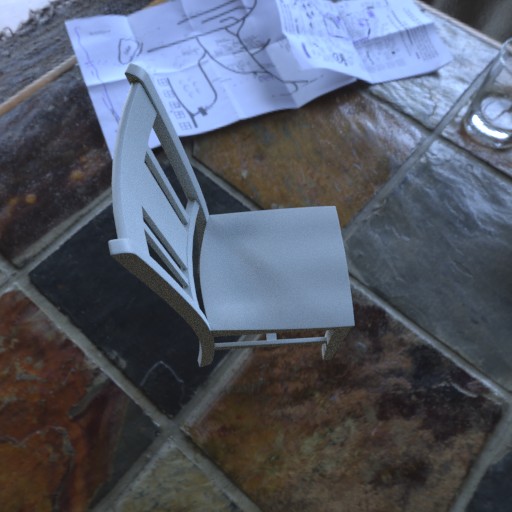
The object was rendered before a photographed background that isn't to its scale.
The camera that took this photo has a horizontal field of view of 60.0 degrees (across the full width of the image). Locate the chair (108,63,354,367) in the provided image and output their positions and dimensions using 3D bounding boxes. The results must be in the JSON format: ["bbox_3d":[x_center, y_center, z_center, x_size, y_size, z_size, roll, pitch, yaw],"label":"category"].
[{"bbox_3d":[0.000,0.000,1.286,0.555,0.998,0.450,-3,64,-1],"label":"chair"}]
